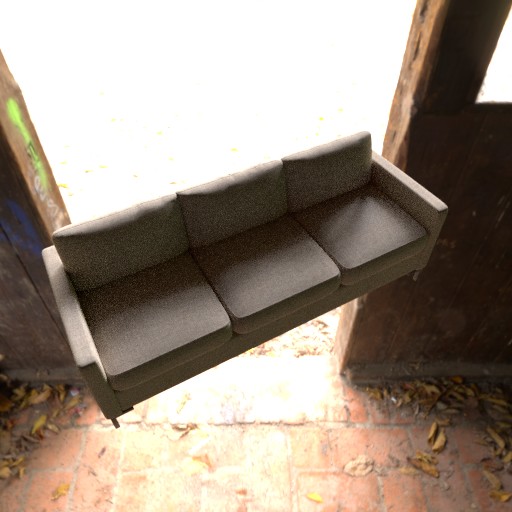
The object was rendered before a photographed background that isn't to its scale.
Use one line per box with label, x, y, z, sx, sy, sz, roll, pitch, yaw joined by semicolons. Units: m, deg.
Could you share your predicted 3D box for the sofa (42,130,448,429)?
sofa;0.000;0.000;2.682;2.218;0.874;0.859;-22;50;-20
